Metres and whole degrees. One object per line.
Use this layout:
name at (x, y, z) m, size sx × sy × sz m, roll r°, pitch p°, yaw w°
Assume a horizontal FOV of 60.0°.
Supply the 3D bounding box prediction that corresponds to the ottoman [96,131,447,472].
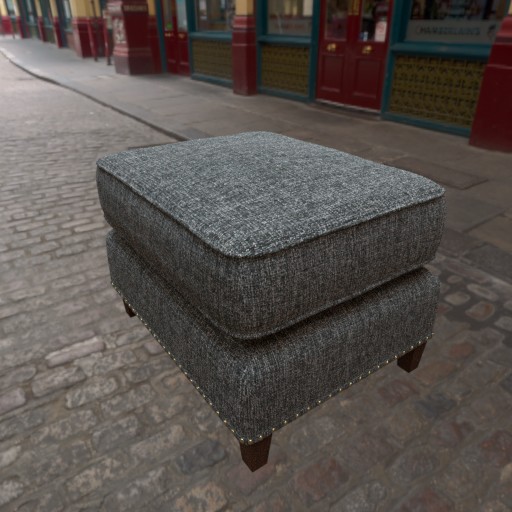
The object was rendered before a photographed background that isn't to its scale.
ottoman at (0.000, 0.000, 1.147) m, size 0.589 × 0.537 × 0.738 m, roll -18°, pitch 33°, yaw -31°
